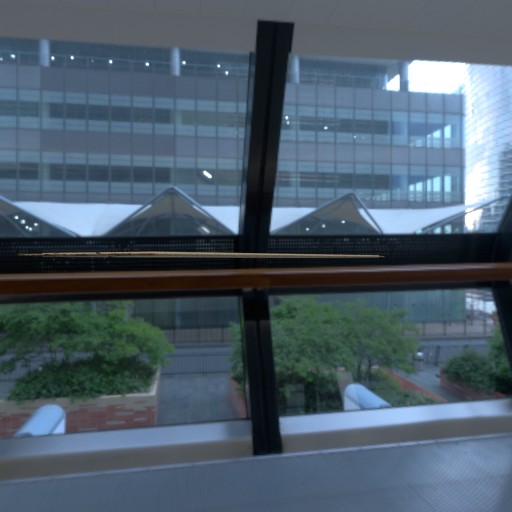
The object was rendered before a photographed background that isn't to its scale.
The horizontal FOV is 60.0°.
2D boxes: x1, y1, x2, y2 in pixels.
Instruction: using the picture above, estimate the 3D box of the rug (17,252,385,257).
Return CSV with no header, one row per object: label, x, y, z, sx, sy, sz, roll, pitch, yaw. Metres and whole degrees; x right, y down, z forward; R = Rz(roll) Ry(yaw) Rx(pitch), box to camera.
rug,0.000,0.000,2.627,0.729,0.021,2.438,0,0,35
